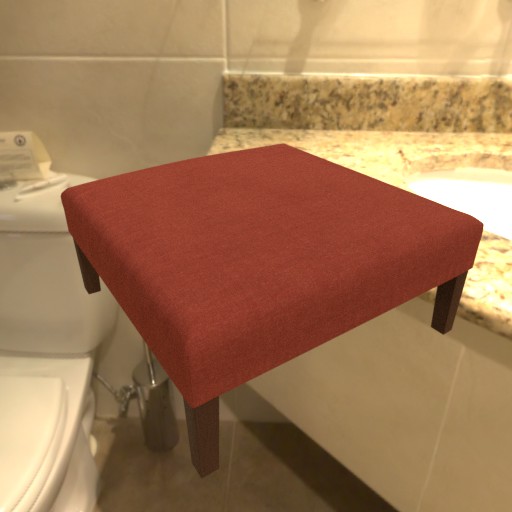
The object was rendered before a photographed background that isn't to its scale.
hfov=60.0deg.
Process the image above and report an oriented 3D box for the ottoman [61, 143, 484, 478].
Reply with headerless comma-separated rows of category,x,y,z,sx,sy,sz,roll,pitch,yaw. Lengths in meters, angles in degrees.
ottoman,0.000,0.000,1.364,0.890,0.411,0.889,-19,35,-29
